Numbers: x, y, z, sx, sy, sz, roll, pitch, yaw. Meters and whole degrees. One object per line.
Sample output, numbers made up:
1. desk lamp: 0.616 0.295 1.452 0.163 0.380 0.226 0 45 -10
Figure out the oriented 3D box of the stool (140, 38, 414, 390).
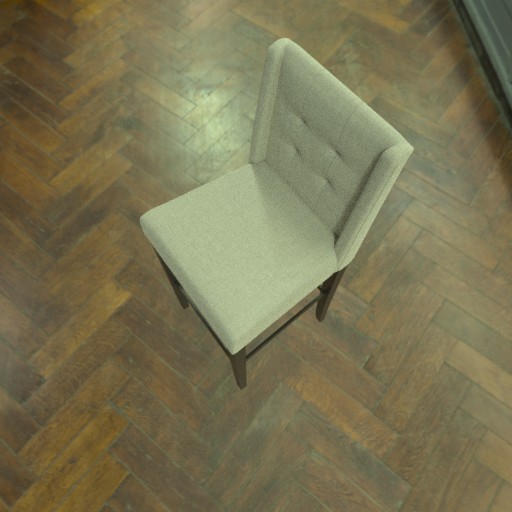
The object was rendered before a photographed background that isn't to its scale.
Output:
1. stool: 0.000 0.000 1.416 0.509 1.116 0.474 -34 68 -15
